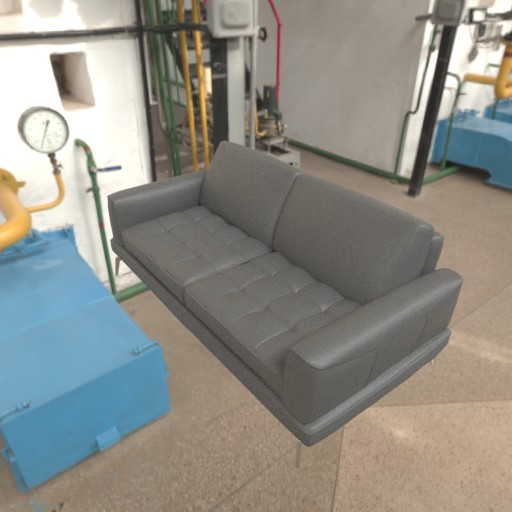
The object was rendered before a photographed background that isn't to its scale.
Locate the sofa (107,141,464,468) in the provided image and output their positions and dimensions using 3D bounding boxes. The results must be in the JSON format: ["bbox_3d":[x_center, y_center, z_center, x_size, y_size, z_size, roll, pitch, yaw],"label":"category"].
[{"bbox_3d":[0.000,0.000,2.747,1.121,0.930,2.177,-22,38,-32],"label":"sofa"}]
